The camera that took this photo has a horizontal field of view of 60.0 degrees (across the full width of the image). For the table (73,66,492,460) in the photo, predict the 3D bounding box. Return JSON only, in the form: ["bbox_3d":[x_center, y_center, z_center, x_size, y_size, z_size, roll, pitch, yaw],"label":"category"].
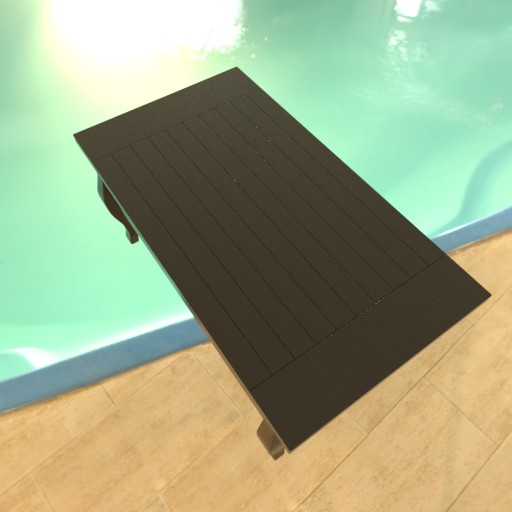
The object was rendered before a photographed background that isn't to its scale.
[{"bbox_3d":[0.000,0.000,1.372,0.600,0.494,1.062,-30,62,-18],"label":"table"}]
